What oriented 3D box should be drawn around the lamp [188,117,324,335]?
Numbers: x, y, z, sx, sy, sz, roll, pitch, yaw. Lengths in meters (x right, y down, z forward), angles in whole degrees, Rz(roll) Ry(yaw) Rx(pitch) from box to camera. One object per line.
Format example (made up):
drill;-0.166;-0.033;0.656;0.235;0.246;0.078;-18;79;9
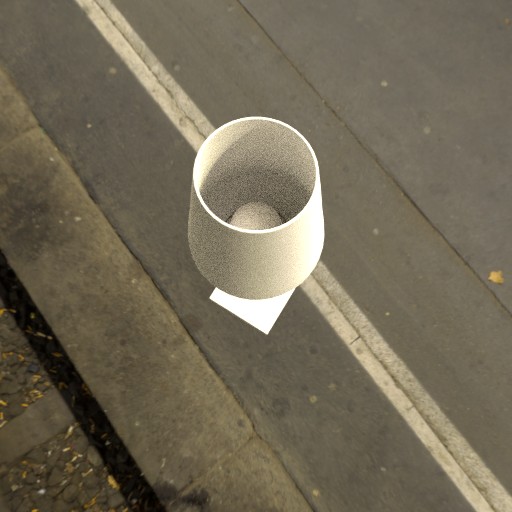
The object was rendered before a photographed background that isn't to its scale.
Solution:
lamp;0.000;0.000;0.718;0.181;0.639;0.181;31;78;7
